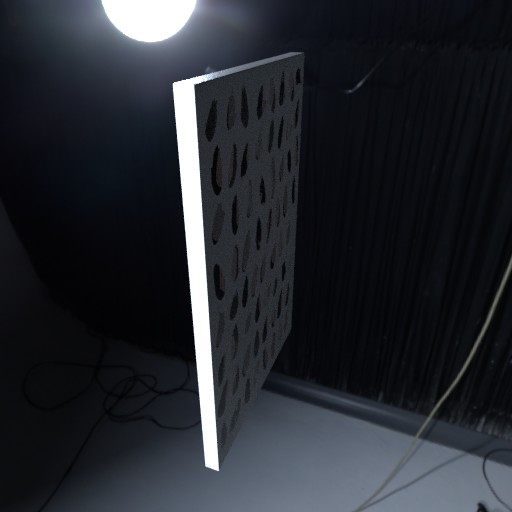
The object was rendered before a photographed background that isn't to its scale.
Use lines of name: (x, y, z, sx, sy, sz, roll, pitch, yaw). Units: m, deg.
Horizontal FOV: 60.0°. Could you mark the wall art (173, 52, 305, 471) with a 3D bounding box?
wall art: (0.000, 0.000, 0.761, 0.025, 0.608, 0.405, 11, 31, 19)
